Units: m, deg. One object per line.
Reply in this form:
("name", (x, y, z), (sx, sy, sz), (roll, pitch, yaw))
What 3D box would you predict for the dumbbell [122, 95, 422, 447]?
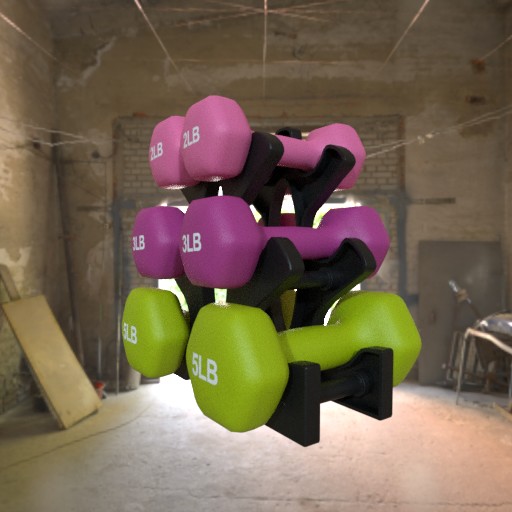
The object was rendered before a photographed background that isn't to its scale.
("dumbbell", (0.000, 0.000, 0.437), (0.203, 0.261, 0.257), (-1, 2, -35))
